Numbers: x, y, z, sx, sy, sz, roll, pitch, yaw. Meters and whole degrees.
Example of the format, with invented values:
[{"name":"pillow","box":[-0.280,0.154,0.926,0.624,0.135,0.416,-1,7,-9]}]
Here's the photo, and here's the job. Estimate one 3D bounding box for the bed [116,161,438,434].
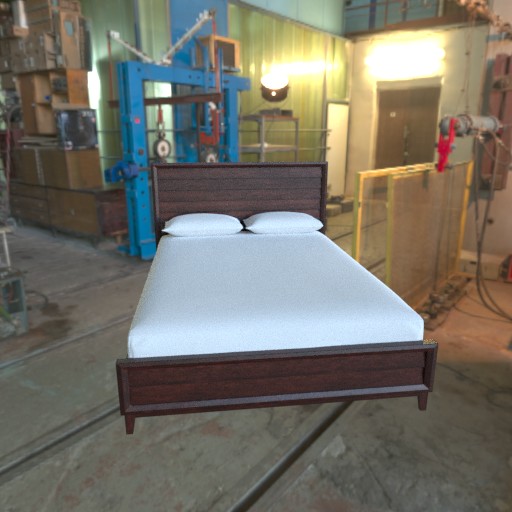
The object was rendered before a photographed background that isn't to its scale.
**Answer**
[{"name":"bed","box":[0.000,0.000,4.030,2.040,1.492,2.803,-2,16,-7]}]
